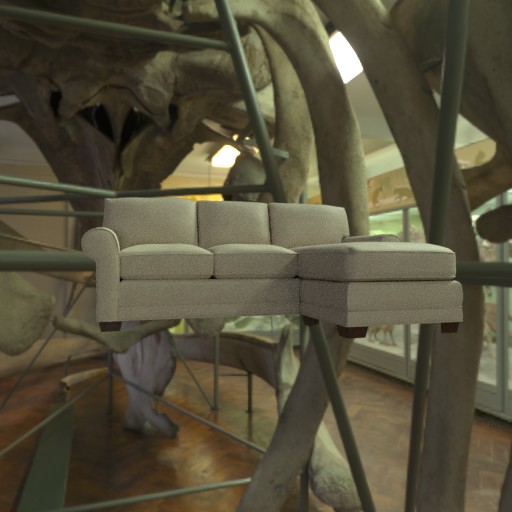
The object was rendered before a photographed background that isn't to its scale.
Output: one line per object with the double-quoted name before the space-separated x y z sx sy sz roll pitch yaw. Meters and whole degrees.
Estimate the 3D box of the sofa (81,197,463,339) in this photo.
"sofa" 0.000 0.000 2.412 1.770 0.734 1.226 0 -1 -17
